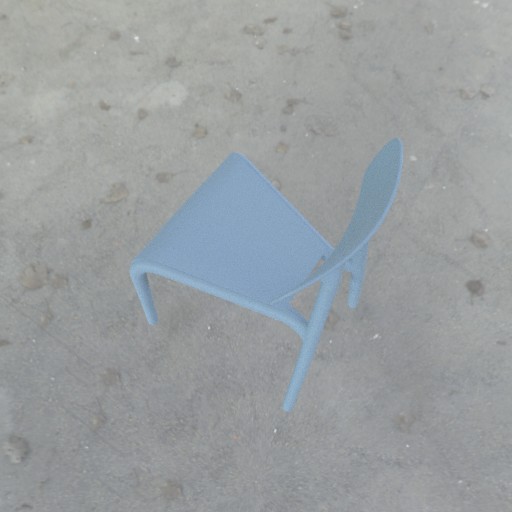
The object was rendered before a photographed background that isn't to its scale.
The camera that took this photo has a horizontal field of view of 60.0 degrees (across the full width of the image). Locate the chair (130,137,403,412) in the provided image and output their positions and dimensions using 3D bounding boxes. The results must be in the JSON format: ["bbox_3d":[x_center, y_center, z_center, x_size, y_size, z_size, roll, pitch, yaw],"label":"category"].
[{"bbox_3d":[0.000,0.000,0.835,0.401,0.580,0.356,32,67,15],"label":"chair"}]
